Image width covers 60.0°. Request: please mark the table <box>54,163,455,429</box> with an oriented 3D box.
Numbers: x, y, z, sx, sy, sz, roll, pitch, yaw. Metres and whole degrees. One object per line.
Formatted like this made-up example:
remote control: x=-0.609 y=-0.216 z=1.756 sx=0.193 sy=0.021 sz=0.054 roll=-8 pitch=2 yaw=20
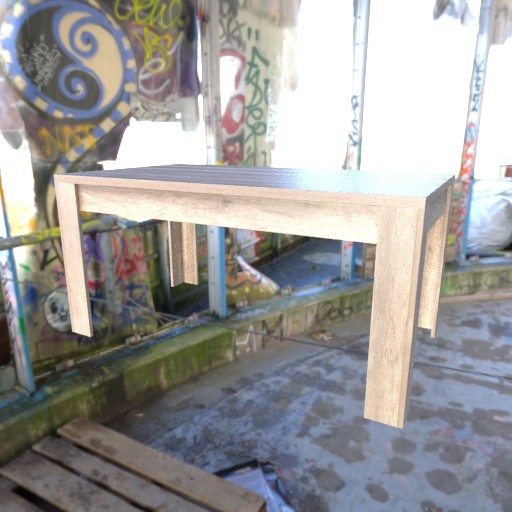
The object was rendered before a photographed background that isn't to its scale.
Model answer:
table: x=0.000 y=0.000 z=2.127 sx=1.600 sy=0.775 sz=0.900 roll=8 pitch=17 yaw=27
